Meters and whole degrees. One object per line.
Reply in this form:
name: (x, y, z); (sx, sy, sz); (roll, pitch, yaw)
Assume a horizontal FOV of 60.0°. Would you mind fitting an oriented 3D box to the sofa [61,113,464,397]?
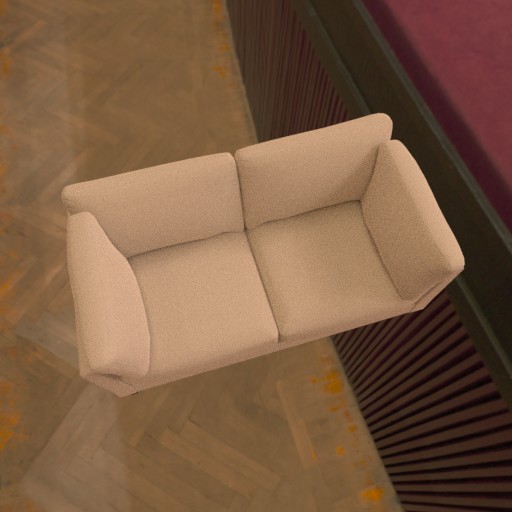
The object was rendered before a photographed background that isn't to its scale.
sofa: (0.000, 0.000, 2.319); (1.776, 0.836, 0.970); (-15, 63, -8)
